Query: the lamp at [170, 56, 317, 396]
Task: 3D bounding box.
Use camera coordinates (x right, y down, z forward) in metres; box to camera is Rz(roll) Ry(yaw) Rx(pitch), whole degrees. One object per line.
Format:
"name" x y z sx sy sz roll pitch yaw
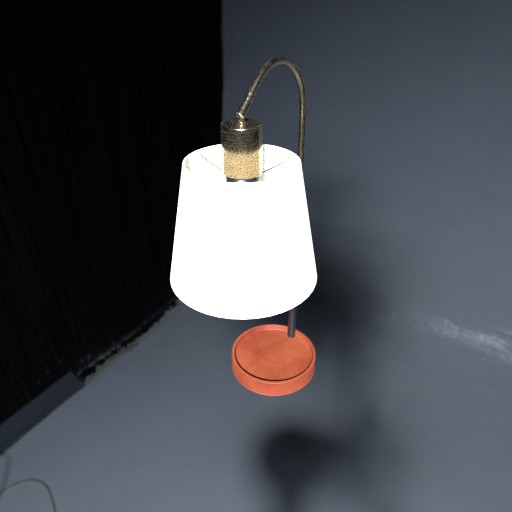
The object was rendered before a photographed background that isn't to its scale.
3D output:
"lamp" 0.000 0.000 0.659 0.211 0.536 0.273 19 37 29
